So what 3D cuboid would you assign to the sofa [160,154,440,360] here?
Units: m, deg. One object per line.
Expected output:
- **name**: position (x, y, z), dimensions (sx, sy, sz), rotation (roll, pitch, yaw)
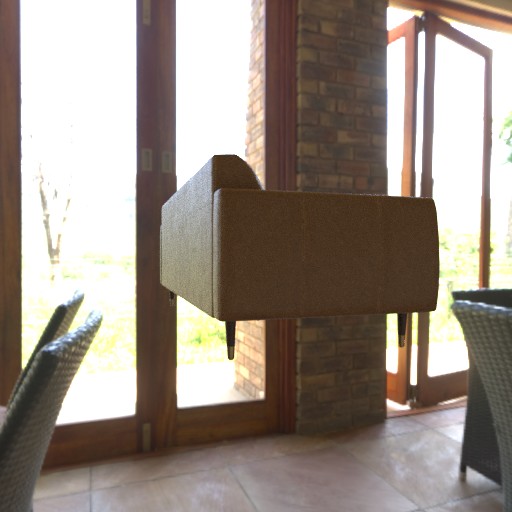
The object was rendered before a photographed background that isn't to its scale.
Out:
- **sofa**: position (0.000, 0.000, 2.808), dimensions (0.990, 0.821, 2.291), rotation (0, 0, -18)
